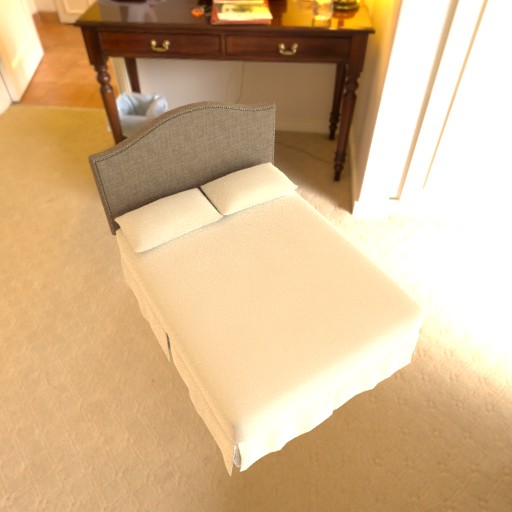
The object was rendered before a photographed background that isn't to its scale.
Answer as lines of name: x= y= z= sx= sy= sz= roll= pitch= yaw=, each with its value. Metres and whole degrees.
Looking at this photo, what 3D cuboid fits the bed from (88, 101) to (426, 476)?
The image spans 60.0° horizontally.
bed: x=0.000 y=0.000 z=3.343 sx=1.713 sy=1.518 sz=2.153 roll=-24 pitch=51 yaw=-22
